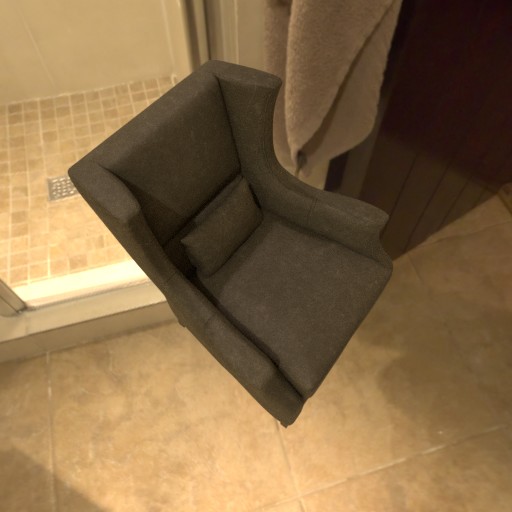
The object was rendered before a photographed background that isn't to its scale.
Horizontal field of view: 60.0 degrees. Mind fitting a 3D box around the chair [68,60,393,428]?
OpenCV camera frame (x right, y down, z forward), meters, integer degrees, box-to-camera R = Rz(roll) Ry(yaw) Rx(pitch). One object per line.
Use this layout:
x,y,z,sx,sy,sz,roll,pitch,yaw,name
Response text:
0.000,0.000,1.721,0.926,1.016,0.853,33,64,18,chair
